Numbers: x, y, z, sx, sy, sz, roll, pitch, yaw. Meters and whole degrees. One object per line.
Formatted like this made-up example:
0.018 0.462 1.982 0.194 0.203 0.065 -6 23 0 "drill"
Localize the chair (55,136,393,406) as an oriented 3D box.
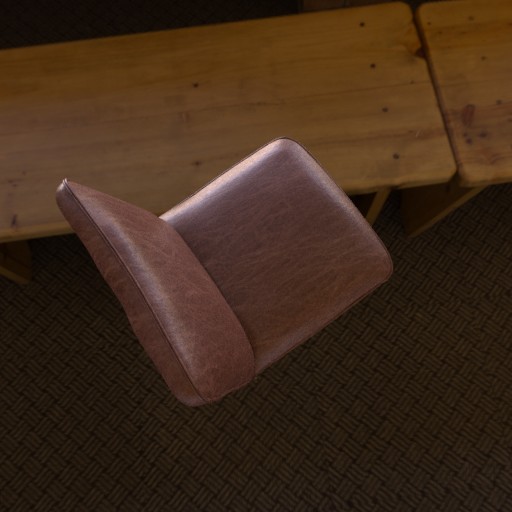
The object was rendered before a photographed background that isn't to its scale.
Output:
0.000 0.000 1.184 0.645 0.803 0.543 -39 78 -10 "chair"
